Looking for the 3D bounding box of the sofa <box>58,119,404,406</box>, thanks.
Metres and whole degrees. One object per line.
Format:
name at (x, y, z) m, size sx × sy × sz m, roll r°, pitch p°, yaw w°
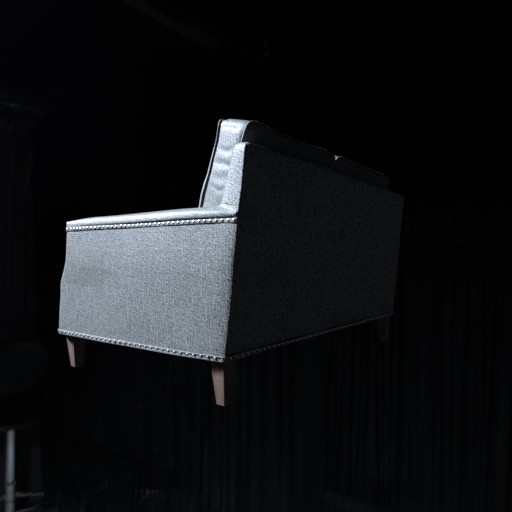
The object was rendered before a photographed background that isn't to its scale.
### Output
sofa at (0.000, 0.000, 2.315) m, size 1.084 × 1.003 × 1.597 m, roll 0°, pitch 0°, yaw 37°
